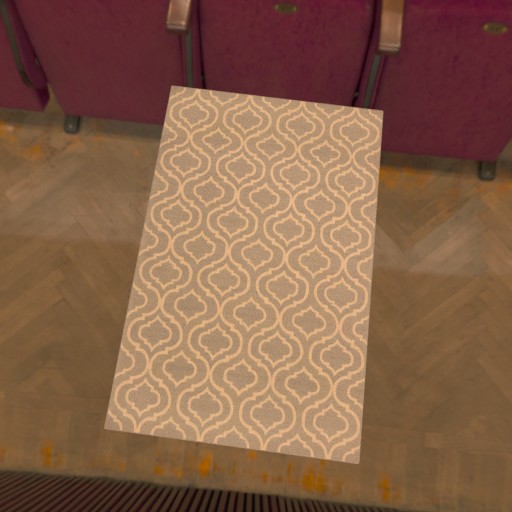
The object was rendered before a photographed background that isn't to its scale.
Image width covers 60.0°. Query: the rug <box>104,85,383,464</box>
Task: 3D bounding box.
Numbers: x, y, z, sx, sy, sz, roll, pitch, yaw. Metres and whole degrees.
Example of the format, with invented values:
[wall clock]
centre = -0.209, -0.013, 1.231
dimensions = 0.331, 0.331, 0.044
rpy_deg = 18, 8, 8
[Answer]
[rug]
centre = 0.000, 0.000, 2.167
dimensions = 1.141, 0.015, 1.749
rpy_deg = 7, 77, 2
